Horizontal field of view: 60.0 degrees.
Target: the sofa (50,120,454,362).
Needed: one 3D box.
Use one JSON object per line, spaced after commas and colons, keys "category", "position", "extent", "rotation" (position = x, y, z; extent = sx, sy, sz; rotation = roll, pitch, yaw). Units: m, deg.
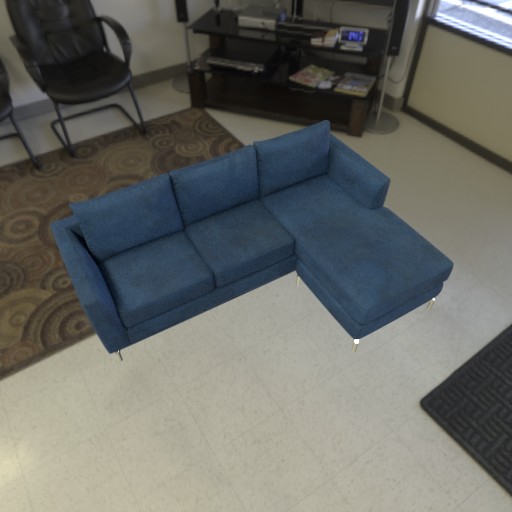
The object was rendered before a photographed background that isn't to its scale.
{"category": "sofa", "position": [0.000, 0.000, 3.251], "extent": [2.438, 0.987, 1.622], "rotation": [-23, 51, -20]}
